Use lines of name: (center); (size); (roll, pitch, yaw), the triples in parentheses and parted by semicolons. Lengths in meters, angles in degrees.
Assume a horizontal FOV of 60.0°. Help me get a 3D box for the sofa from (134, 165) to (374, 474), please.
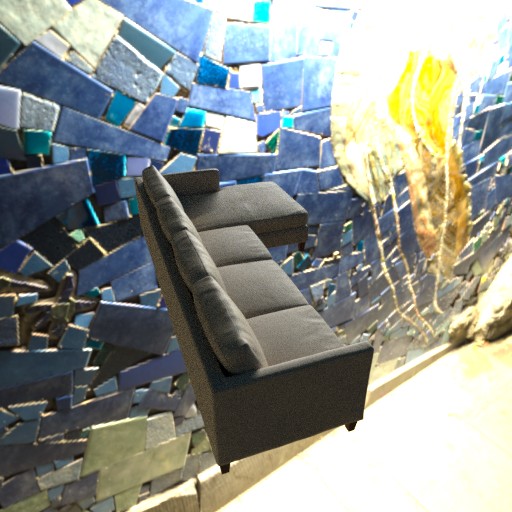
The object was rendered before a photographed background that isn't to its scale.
sofa: (0.000, 0.000, 3.794); (1.625, 0.846, 3.186); (-11, 32, -17)
